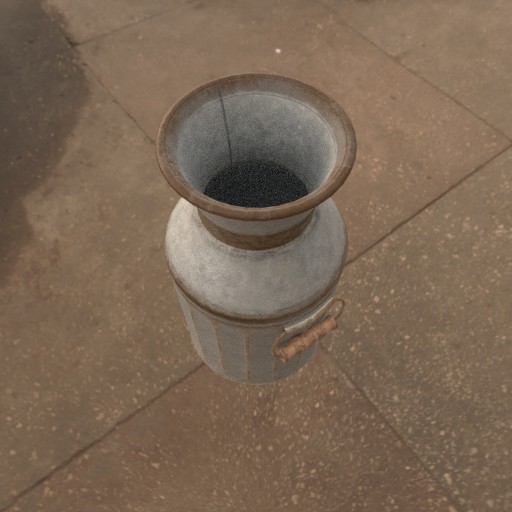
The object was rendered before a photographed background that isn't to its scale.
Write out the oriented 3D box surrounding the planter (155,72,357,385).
[{"bbox_3d":[0.000,0.000,0.544,0.214,0.396,0.245,-31,64,-17],"label":"planter"}]
